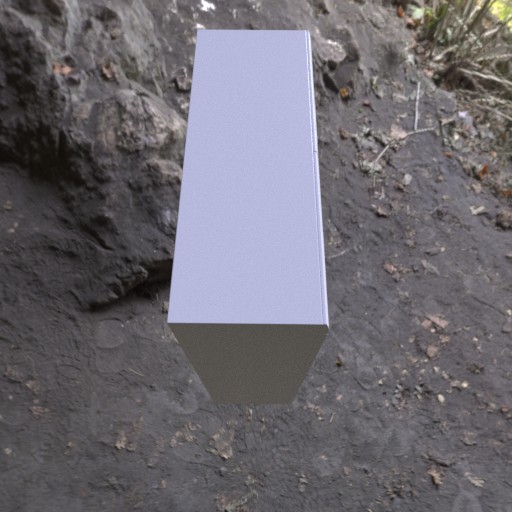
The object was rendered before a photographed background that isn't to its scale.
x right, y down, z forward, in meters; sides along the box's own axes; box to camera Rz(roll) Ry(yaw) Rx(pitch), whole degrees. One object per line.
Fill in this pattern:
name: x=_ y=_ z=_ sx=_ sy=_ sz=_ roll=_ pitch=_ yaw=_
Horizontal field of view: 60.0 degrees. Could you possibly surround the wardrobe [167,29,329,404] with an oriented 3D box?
wardrobe: x=0.000 y=0.000 z=1.651 sx=0.360 sy=1.200 sz=0.900 roll=1 pitch=64 yaw=0
